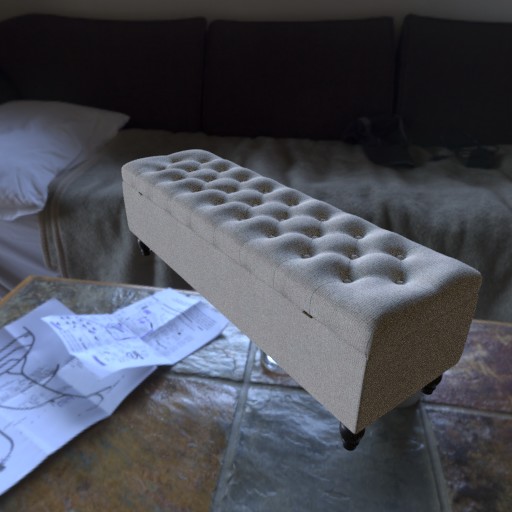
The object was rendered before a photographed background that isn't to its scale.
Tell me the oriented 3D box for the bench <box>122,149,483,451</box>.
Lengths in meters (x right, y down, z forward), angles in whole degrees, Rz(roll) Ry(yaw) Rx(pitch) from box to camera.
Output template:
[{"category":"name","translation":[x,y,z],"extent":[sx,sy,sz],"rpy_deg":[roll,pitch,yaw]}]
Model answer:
[{"category":"bench","translation":[0.000,0.000,1.670],"extent":[0.455,0.467,1.480],"rpy_deg":[-19,34,-31]}]
